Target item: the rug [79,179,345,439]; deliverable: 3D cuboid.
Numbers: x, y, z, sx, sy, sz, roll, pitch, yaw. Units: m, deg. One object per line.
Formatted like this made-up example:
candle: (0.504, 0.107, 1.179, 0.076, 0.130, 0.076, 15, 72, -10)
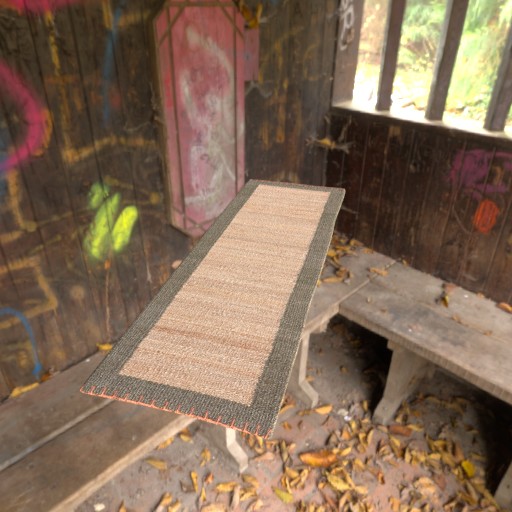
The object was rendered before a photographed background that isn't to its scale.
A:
rug: (0.000, 0.000, 2.664, 0.810, 0.016, 2.413, 8, 32, 14)
